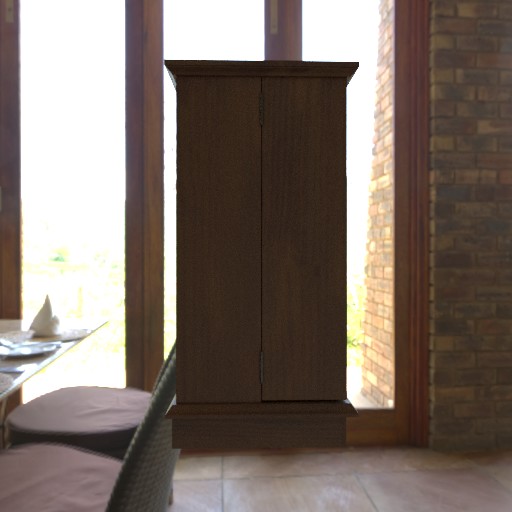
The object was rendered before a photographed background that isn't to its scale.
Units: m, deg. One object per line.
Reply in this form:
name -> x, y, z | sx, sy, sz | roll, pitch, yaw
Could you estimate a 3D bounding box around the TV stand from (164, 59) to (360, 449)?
TV stand -> 0.000, 0.000, 1.453 | 0.406, 0.813, 1.067 | 0, 0, -1
